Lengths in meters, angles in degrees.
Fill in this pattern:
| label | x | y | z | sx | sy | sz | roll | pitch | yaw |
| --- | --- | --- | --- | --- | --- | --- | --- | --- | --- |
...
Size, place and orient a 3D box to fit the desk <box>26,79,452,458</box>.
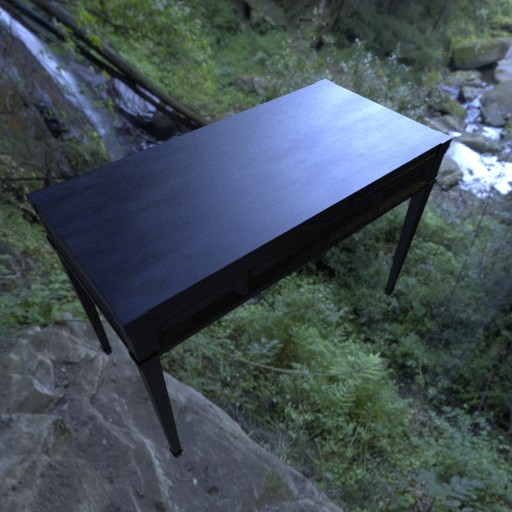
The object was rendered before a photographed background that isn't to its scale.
| label | x | y | z | sx | sy | sz | roll | pitch | yaw |
| --- | --- | --- | --- | --- | --- | --- | --- | --- | --- |
| desk | 0.000 | 0.000 | 1.763 | 1.289 | 0.861 | 0.630 | -30 | 53 | -26 |
